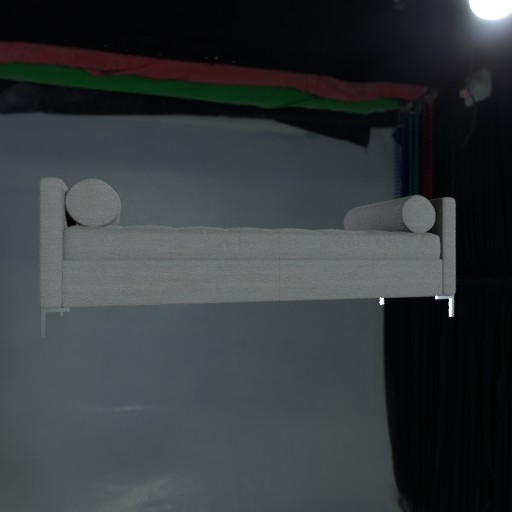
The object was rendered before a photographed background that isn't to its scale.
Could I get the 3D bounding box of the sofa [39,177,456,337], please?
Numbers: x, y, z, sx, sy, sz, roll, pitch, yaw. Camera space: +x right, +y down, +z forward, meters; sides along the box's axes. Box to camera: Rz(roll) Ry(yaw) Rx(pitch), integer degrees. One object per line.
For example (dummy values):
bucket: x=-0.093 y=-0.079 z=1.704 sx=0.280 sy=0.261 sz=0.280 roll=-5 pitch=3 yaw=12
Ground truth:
sofa: x=0.000 y=0.000 z=2.335 sx=1.981 sy=0.635 sz=0.686 roll=0 pitch=0 yaw=-18
